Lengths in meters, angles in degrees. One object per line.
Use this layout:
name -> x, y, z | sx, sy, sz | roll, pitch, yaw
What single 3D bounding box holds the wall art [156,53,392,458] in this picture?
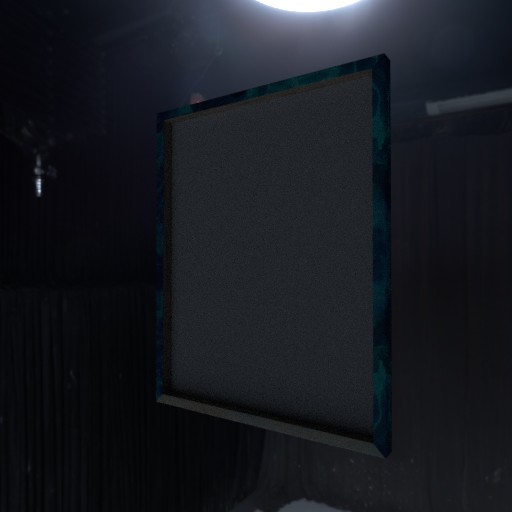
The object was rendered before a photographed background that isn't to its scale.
wall art -> 0.000, 0.000, 1.016 | 0.609, 0.760, 0.038 | 0, -1, 34
